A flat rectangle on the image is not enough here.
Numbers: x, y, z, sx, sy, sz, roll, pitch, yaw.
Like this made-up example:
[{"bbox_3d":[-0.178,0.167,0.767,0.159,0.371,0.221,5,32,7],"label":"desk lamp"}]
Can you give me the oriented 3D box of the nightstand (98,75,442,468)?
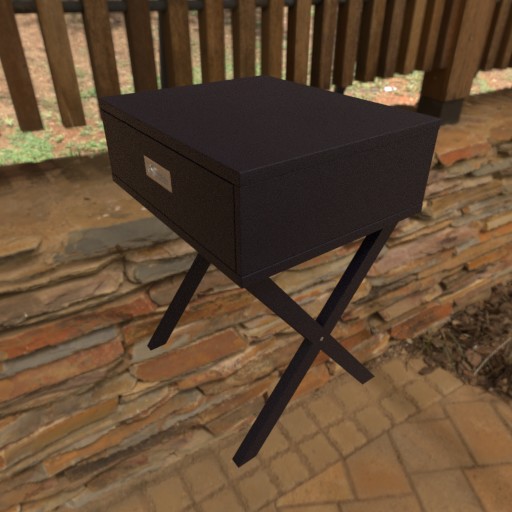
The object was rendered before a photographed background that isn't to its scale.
[{"bbox_3d":[0.000,0.000,0.951,0.402,0.623,0.479,-21,38,-30],"label":"nightstand"}]
